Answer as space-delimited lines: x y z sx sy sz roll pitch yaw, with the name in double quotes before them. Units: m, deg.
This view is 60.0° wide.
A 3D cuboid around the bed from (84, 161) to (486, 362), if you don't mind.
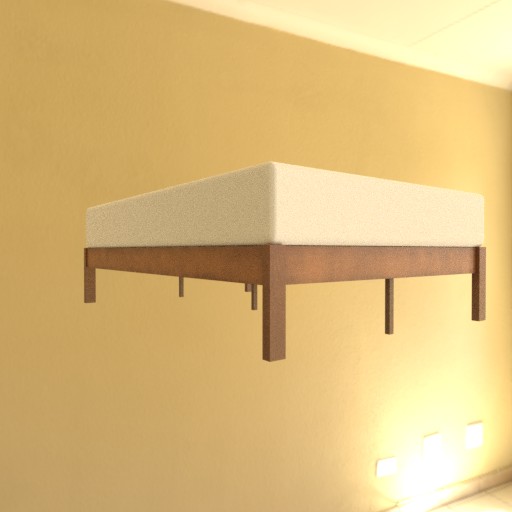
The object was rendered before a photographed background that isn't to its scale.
"bed" 0.000 0.000 2.518 1.348 0.616 1.927 -1 1 -37
